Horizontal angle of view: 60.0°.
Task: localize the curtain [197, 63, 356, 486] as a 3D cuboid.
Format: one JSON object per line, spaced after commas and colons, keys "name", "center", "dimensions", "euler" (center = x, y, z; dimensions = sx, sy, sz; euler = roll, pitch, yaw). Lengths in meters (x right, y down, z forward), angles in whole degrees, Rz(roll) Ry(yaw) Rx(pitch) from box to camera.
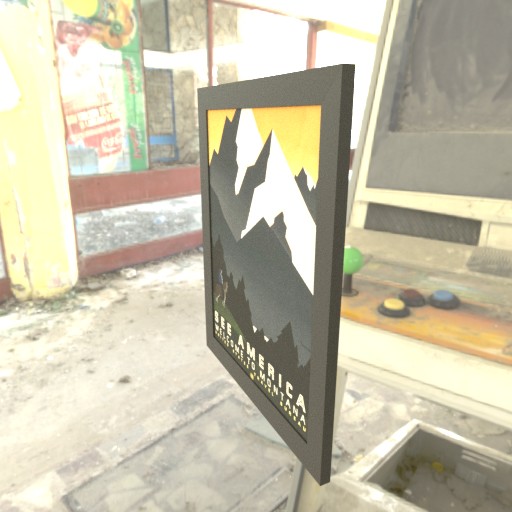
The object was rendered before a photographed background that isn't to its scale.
{"name": "curtain", "center": [0.000, 0.000, 0.790], "dimensions": [0.027, 0.585, 0.483], "euler": [-8, 19, -25]}
